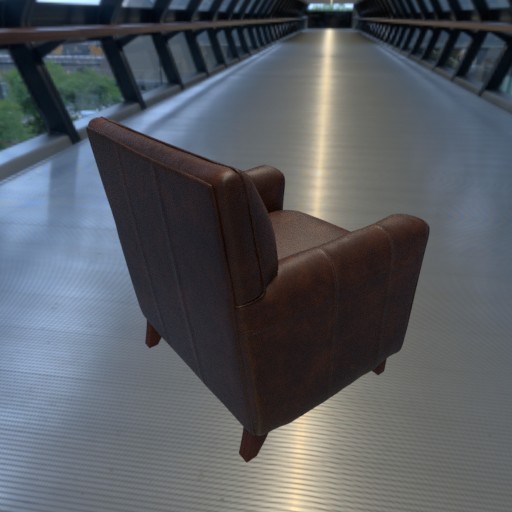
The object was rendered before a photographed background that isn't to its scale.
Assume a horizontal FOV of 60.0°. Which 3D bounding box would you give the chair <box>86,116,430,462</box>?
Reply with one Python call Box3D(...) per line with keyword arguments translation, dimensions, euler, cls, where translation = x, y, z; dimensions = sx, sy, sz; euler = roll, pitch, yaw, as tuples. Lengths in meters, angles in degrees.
Box3D(translation=(0.000, 0.000, 1.596), dimensions=(0.823, 0.943, 0.870), euler=(-19, 33, -33), cls="chair")
